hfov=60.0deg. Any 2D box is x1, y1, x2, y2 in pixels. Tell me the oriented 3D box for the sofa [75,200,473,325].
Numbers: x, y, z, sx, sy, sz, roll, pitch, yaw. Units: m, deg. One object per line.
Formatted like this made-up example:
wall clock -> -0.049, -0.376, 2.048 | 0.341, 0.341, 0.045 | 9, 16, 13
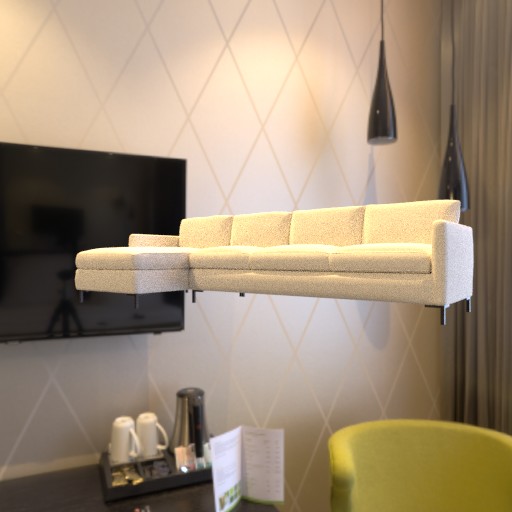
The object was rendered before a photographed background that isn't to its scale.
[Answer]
sofa -> 0.000, 0.000, 3.789 | 3.186, 0.875, 1.467 | 0, 0, 36
